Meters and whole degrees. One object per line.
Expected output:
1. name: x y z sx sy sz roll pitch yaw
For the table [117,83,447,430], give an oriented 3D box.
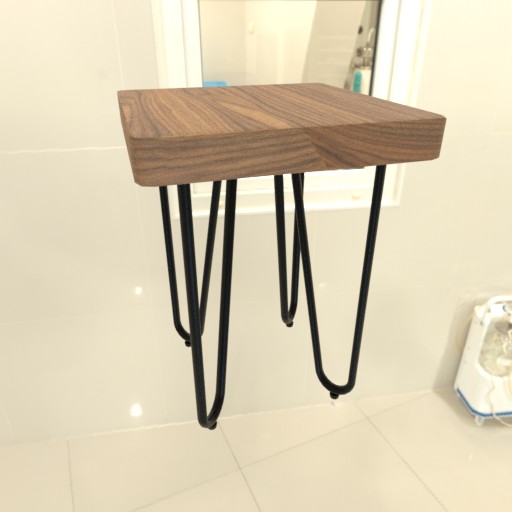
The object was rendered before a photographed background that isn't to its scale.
1. table: 0.000 0.000 0.963 0.479 0.641 0.480 -8 29 -15
